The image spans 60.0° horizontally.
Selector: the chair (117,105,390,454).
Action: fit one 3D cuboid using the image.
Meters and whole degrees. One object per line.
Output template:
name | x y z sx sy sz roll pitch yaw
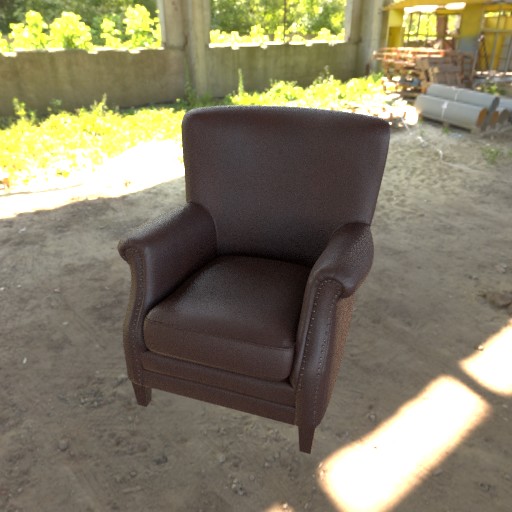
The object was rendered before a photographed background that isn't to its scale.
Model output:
chair | 0.000 0.000 1.368 0.700 0.800 0.746 9 28 17
